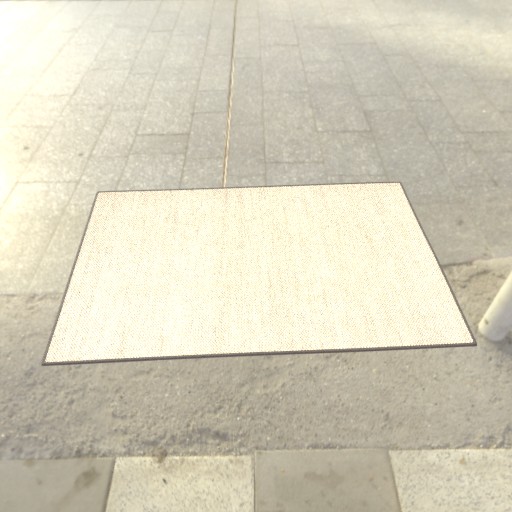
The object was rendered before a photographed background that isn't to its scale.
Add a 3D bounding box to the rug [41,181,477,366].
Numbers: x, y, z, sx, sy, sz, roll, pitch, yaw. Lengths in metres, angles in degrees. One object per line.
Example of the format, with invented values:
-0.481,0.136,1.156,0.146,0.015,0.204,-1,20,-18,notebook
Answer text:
0.000,0.000,2.063,1.676,0.013,1.067,-2,46,-2,rug
